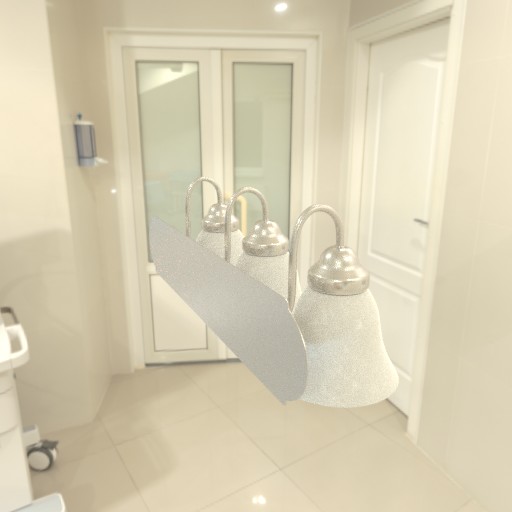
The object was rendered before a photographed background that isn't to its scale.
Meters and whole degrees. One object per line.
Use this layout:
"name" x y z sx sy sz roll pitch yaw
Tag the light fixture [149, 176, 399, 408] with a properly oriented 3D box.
"light fixture" 0.000 0.000 0.712 0.199 0.222 0.610 -8 17 -26
